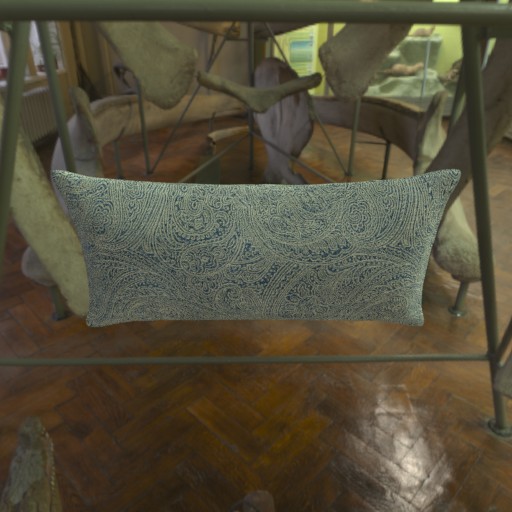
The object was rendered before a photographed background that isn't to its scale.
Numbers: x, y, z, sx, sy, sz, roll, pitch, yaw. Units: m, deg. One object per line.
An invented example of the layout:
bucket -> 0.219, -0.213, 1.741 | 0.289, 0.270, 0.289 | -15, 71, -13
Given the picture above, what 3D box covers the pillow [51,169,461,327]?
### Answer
pillow -> 0.000, 0.000, 0.734 | 0.615, 0.295, 0.151 | 0, 29, 0
